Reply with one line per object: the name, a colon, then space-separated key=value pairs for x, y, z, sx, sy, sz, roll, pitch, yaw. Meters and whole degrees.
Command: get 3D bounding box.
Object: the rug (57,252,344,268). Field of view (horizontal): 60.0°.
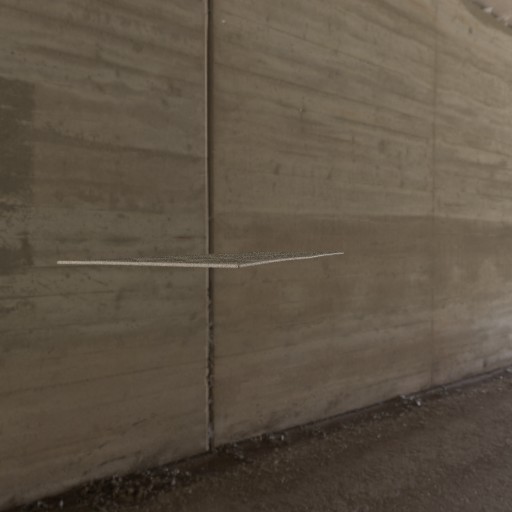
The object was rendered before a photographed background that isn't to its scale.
rug: x=0.000 y=0.000 z=2.381 sx=0.645 sy=0.015 sz=2.182 roll=0 pitch=1 yaw=19
